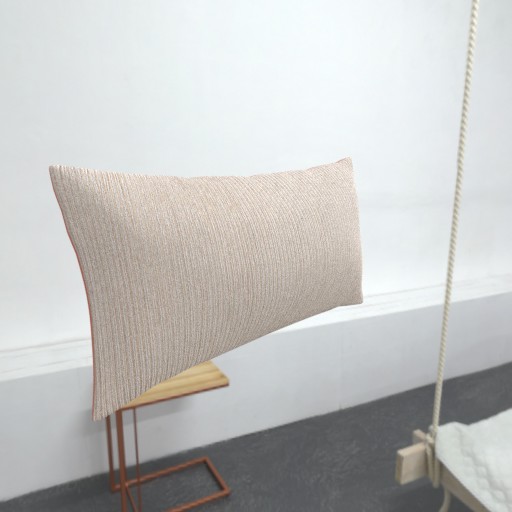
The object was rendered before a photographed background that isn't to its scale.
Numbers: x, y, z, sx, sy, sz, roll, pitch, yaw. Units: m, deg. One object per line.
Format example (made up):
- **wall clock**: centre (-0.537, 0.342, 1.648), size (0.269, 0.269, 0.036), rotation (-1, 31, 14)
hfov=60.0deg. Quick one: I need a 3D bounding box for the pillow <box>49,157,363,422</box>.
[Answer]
- **pillow**: centre (0.000, 0.000, 0.726), size (0.155, 0.307, 0.608), rotation (13, 19, 43)
